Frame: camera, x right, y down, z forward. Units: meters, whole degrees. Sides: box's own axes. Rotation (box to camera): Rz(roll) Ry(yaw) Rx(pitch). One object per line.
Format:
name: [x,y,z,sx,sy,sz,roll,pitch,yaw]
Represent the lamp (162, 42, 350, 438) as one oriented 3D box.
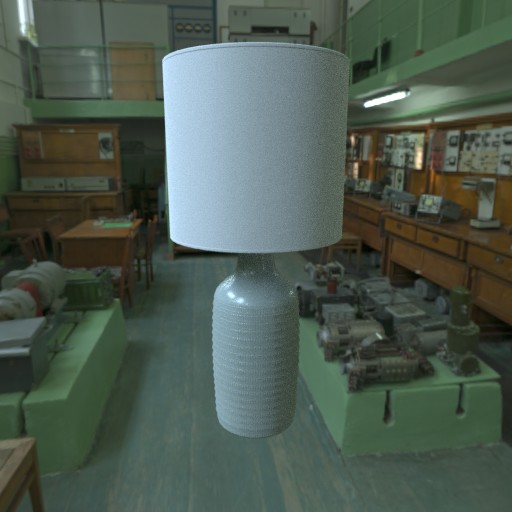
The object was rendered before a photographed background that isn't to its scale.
lamp: [0.000,0.000,0.588,0.220,0.475,0.220,-2,13,-9]
